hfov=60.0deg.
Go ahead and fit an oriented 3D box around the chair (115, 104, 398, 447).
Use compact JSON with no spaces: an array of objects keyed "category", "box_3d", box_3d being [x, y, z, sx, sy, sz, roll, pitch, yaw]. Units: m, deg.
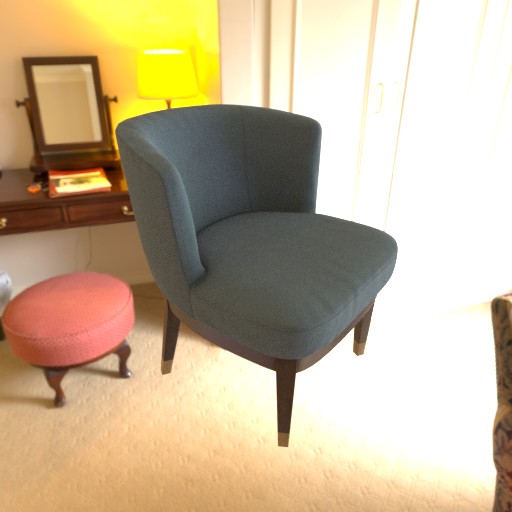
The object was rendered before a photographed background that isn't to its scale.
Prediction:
[{"category":"chair","box_3d":[0.000,0.000,1.288,0.702,0.760,0.661,19,33,32]}]
